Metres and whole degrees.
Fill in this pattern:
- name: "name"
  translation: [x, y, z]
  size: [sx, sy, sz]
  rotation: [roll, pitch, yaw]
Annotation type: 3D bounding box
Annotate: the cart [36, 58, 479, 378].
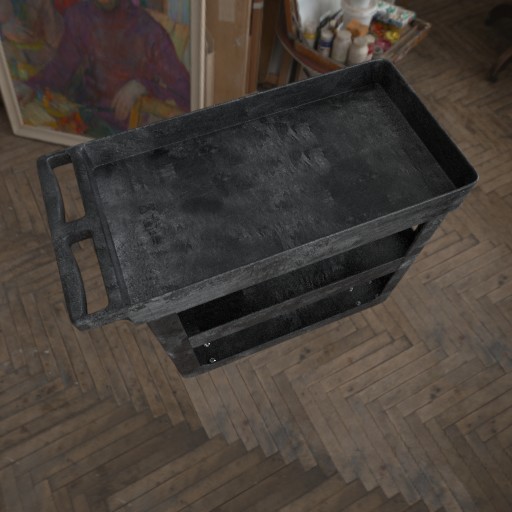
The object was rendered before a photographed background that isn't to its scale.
- name: "cart"
  translation: [0.000, 0.000, 1.317]
  size: [0.877, 0.824, 0.420]
  rotation: [-20, 65, -10]
